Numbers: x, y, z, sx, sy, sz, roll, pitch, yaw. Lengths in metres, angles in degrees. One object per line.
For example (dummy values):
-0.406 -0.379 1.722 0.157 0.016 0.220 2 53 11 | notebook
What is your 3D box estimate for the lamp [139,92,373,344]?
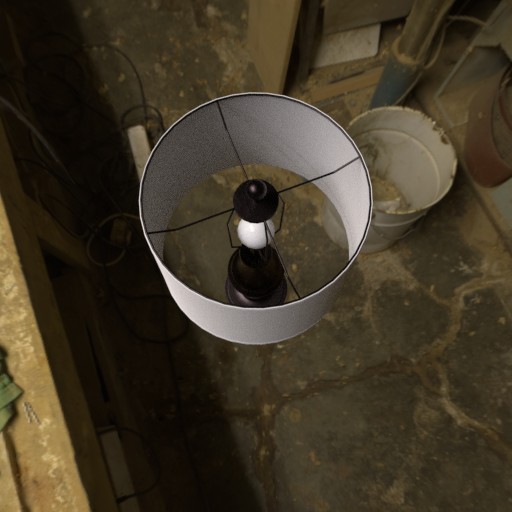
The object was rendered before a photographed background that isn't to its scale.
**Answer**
0.000 0.000 0.954 0.383 0.726 0.383 0 75 0 | lamp
